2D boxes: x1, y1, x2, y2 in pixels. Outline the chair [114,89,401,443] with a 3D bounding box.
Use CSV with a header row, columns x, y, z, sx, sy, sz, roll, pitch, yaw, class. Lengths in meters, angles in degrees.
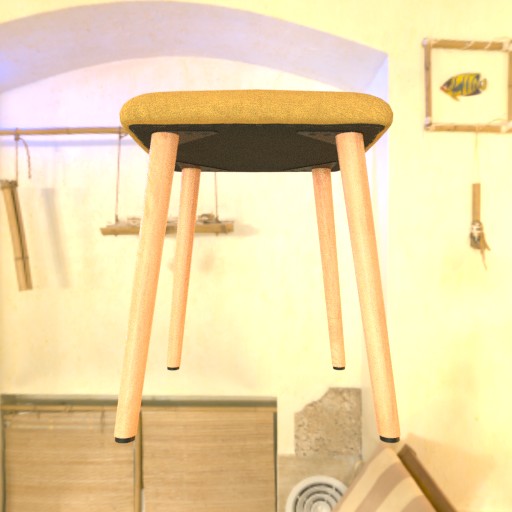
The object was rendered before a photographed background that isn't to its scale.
x,y,z,sx,sy,sz,roll,pitch,yaw,class
0.000,0.000,0.691,0.350,0.440,0.350,0,1,0,chair
